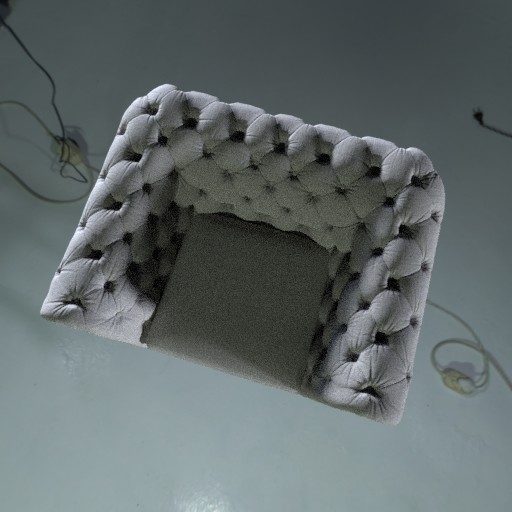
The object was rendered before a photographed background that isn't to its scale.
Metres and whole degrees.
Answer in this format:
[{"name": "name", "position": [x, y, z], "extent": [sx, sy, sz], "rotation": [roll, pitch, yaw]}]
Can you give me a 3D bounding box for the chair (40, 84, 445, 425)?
[{"name": "chair", "position": [0.000, 0.000, 1.848], "extent": [1.270, 0.770, 0.976], "rotation": [16, 76, 4]}]
